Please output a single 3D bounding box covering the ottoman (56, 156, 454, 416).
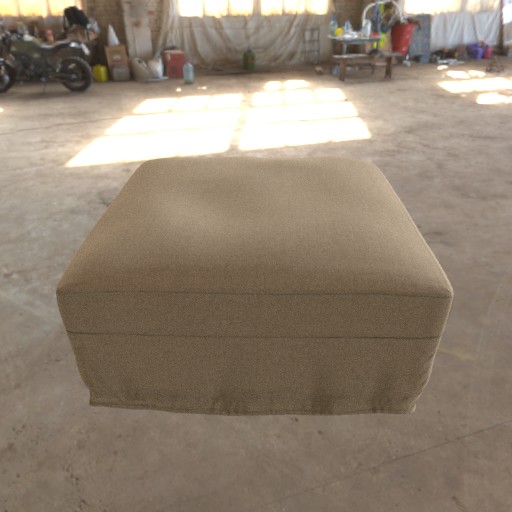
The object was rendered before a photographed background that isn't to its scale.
[{"bbox_3d":[0.000,0.000,1.326,0.843,0.436,0.840,1,31,1],"label":"ottoman"}]
